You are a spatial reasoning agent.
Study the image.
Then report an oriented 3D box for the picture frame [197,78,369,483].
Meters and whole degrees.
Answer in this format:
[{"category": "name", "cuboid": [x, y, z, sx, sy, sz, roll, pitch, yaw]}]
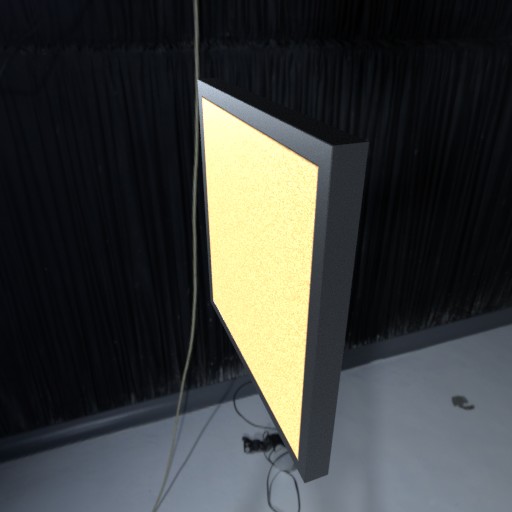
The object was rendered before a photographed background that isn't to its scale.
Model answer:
[{"category": "picture frame", "cuboid": [0.000, 0.000, 0.526, 0.029, 0.353, 0.355, -11, 31, -18]}]
